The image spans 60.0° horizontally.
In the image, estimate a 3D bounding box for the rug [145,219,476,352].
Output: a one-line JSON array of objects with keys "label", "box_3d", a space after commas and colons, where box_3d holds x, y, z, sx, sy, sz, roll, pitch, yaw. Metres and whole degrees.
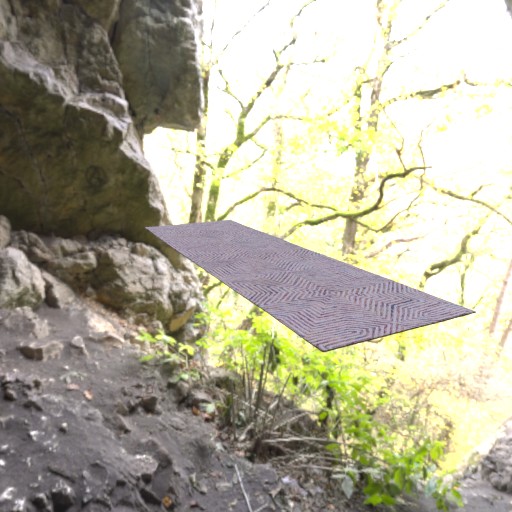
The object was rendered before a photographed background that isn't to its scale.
[{"label": "rug", "box_3d": [0.000, 0.000, 2.683, 0.771, 0.009, 2.443, -7, 16, -26]}]
